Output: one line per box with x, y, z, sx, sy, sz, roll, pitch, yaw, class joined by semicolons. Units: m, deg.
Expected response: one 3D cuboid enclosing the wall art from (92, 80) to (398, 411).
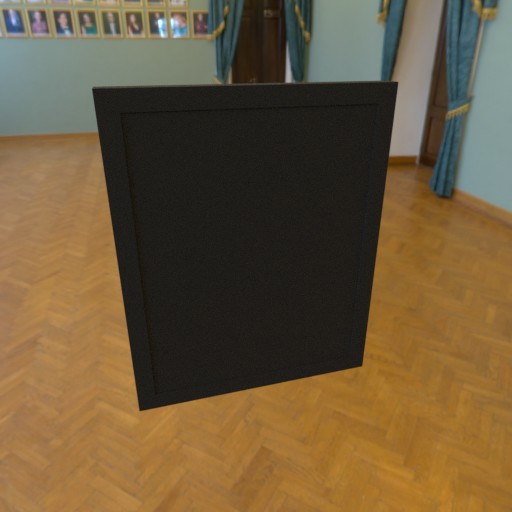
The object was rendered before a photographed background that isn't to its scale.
0.000;0.000;0.771;0.457;0.559;0.033;-7;26;-15;wall art
